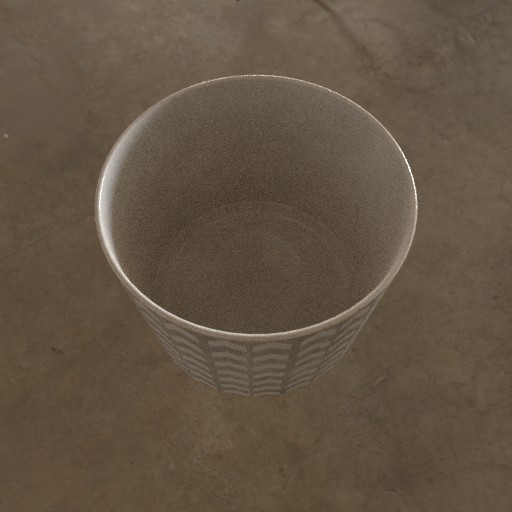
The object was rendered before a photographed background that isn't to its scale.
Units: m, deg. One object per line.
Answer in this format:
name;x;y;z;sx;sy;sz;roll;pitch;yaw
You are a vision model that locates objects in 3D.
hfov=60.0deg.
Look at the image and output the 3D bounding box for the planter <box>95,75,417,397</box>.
planter;0.000;0.000;0.343;0.190;0.181;0.190;0;62;0
